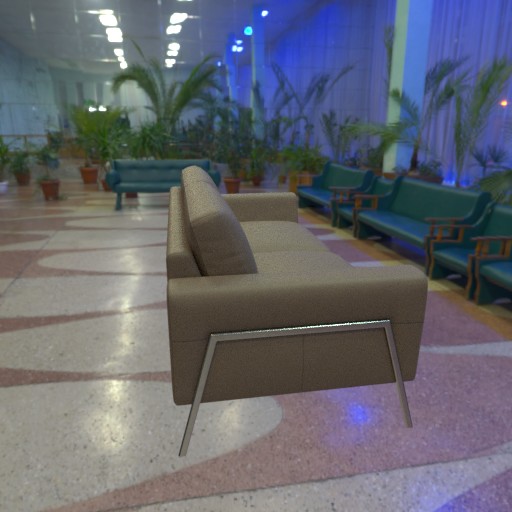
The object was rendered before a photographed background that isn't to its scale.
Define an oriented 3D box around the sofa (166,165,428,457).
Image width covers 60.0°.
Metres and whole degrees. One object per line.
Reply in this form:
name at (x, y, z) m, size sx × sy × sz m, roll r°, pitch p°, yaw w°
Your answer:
sofa at (0.000, 0.000, 2.516) m, size 0.953 × 0.875 × 2.017 m, roll -3°, pitch 17°, yaw -10°
